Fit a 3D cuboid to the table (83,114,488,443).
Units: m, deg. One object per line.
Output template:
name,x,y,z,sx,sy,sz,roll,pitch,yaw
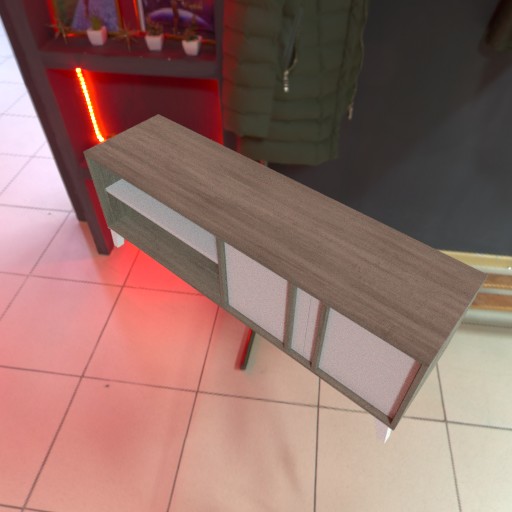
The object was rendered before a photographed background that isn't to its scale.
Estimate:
table,0.000,0.000,1.760,1.500,0.530,0.400,31,54,27
